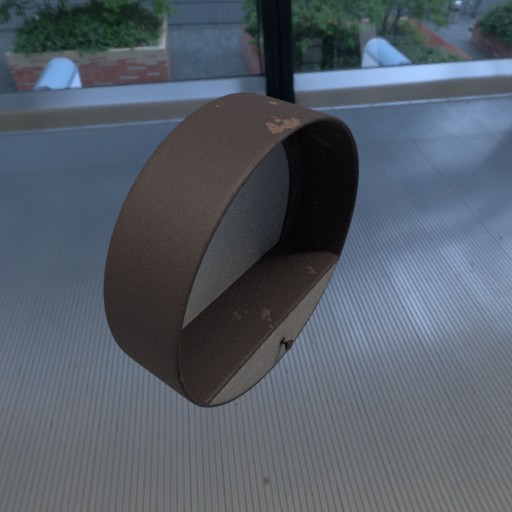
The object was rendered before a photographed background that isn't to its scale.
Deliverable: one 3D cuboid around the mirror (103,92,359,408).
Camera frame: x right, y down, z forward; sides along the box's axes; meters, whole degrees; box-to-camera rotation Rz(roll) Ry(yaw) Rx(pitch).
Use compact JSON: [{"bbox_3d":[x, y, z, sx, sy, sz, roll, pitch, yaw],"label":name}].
[{"bbox_3d":[0.000,0.000,0.580,0.126,0.386,0.386,26,48,26],"label":"mirror"}]
